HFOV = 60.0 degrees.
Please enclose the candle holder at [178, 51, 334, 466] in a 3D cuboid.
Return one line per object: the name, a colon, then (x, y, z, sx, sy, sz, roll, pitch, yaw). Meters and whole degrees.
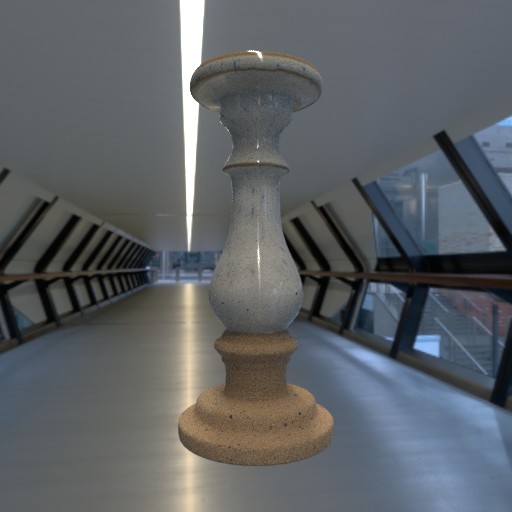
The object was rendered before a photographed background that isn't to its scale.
candle holder: (0.000, 0.000, 0.254, 0.088, 0.203, 0.088, 0, -1, 0)
